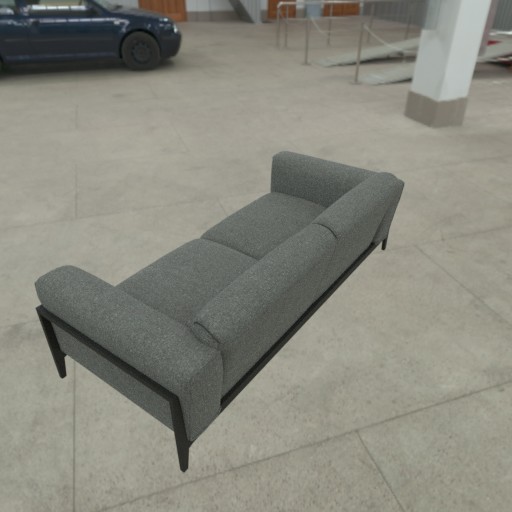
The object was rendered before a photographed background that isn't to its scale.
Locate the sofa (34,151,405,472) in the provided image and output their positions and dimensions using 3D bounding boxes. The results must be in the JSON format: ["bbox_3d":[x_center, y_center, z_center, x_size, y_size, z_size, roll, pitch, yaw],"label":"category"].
[{"bbox_3d":[0.000,0.000,2.550,0.985,0.703,2.125,22,39,29],"label":"sofa"}]
